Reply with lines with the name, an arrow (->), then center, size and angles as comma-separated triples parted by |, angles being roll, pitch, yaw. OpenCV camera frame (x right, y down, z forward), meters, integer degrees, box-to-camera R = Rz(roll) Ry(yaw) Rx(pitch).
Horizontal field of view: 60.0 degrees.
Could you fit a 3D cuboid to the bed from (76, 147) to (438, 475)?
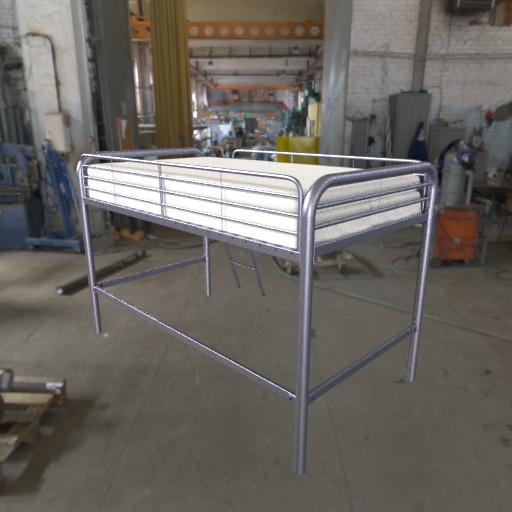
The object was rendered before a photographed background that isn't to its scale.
bed -> 0.000, 0.000, 2.880 | 1.415, 1.288, 1.965 | -16, 23, -43
